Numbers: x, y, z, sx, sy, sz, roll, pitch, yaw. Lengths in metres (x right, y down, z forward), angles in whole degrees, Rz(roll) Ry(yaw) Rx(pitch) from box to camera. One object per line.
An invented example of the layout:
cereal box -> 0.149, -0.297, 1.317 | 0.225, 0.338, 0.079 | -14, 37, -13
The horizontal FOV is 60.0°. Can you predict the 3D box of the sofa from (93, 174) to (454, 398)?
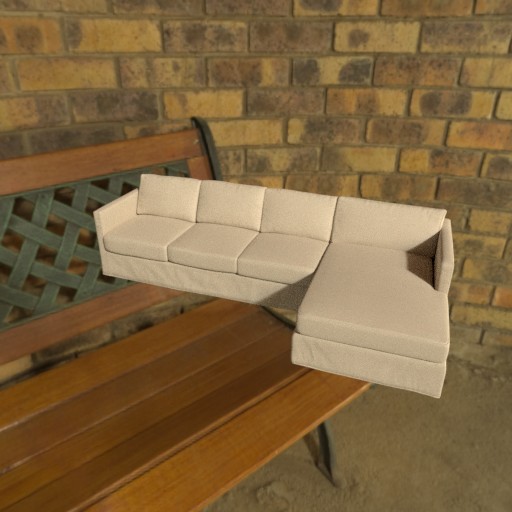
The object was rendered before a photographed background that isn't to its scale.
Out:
sofa -> 0.000, 0.000, 3.892 | 3.206, 0.871, 1.622 | 9, 28, 18
